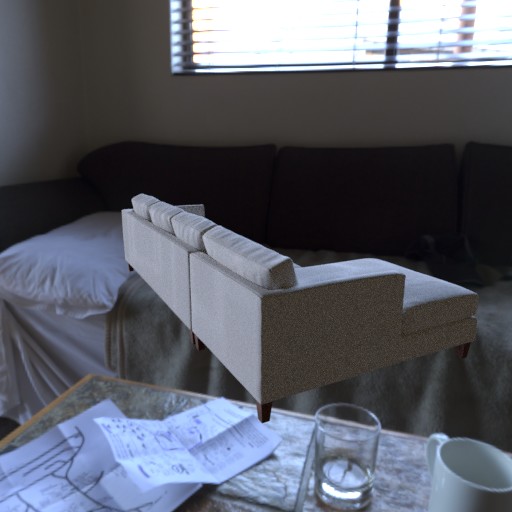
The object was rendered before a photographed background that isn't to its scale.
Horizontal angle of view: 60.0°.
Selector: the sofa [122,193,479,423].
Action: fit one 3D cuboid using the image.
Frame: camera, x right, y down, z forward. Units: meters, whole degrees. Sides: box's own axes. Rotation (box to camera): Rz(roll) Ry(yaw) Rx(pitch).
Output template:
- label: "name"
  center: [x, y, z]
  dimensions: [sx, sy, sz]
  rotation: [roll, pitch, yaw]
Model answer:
- label: "sofa"
  center: [0.000, 0.000, 3.837]
  dimensions: [1.625, 0.861, 3.186]
  rotation: [-7, 16, -27]
